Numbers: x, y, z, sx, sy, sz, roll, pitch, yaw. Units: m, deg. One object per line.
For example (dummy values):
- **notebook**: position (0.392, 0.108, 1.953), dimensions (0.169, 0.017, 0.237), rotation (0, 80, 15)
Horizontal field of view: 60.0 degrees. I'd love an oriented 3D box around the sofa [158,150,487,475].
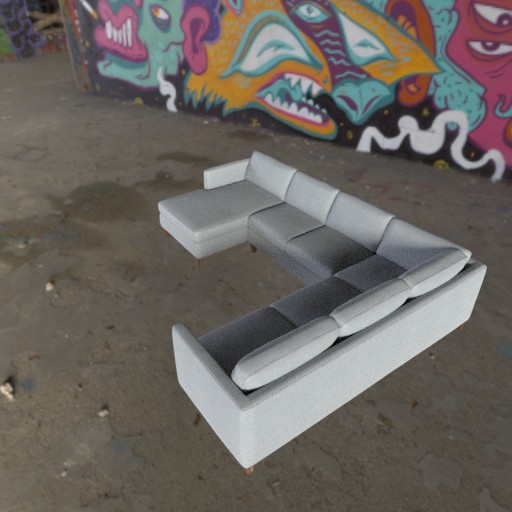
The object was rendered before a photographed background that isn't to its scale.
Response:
- **sofa**: position (0.000, 0.000, 4.337), dimensions (2.551, 0.853, 3.238), rotation (-22, 39, -29)
